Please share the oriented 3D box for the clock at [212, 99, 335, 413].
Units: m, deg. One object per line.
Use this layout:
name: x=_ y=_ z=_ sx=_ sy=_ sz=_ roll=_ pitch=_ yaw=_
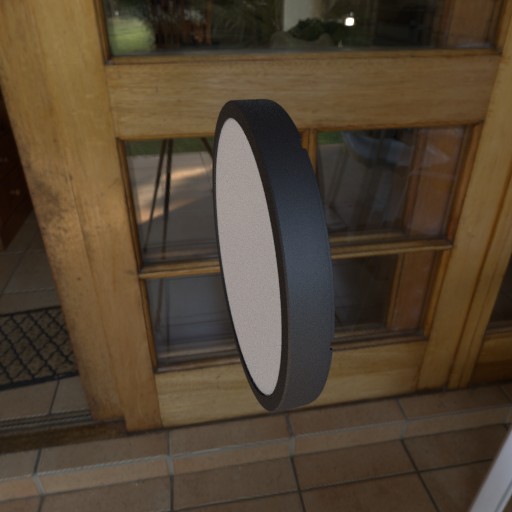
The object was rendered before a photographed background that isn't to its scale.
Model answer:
clock: x=0.000 y=0.000 z=0.440 sx=0.040 sy=0.293 sz=0.293 roll=-8 pitch=31 yaw=-13
